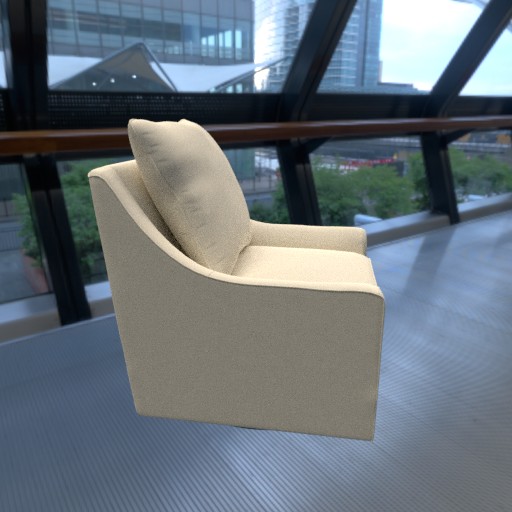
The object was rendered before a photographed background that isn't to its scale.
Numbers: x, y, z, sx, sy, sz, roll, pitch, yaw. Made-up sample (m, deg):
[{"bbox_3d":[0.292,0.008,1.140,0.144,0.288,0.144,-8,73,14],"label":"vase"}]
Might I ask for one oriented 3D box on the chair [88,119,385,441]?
[{"bbox_3d":[0.000,0.000,1.633,0.876,0.965,0.756,3,17,9],"label":"chair"}]
